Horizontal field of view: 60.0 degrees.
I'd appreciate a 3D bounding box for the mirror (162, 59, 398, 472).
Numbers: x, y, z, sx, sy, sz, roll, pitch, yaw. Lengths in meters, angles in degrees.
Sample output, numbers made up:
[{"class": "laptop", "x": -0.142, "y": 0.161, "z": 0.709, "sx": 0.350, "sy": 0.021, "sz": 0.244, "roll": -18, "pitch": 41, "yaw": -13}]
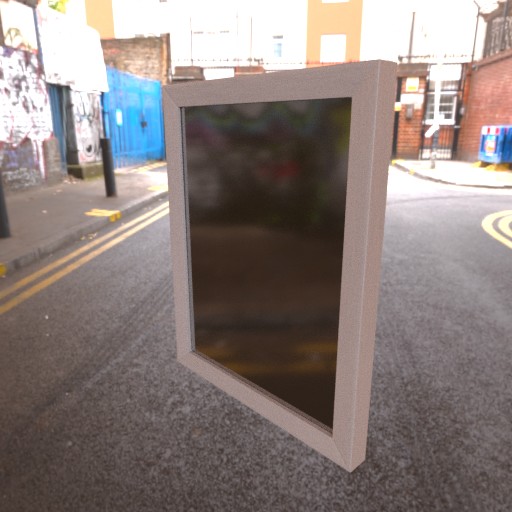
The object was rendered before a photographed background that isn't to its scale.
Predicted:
[{"class": "mirror", "x": 0.000, "y": 0.000, "z": 0.673, "sx": 0.041, "sy": 0.508, "sz": 0.405, "roll": -15, "pitch": 22, "yaw": -42}]
